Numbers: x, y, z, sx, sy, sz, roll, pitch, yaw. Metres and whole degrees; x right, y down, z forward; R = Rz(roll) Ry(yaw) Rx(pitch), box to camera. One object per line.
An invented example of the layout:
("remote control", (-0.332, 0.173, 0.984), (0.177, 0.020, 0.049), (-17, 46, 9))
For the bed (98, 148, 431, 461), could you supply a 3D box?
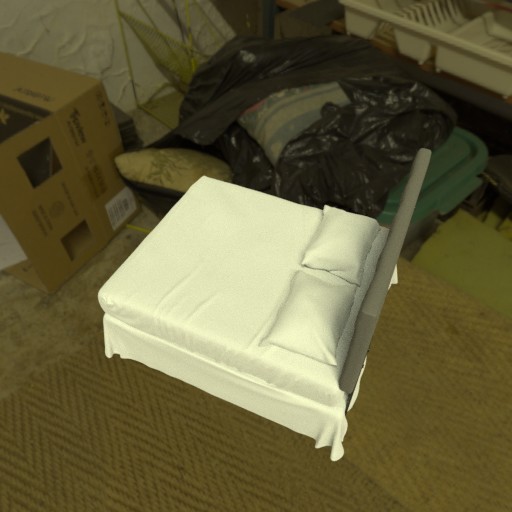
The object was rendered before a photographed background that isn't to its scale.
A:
("bed", (0.000, 0.000, 3.543), (2.222, 1.577, 1.936), (18, 49, 17))
